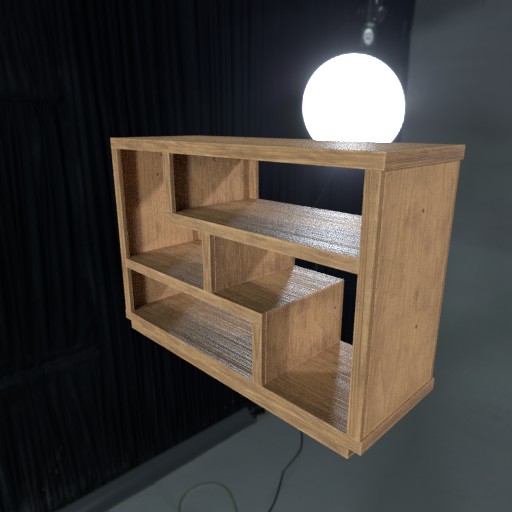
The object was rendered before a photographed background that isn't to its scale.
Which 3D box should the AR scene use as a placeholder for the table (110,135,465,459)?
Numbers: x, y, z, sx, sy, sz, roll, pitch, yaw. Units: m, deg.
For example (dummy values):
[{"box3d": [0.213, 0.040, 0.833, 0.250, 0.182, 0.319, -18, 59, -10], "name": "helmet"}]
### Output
[{"box3d": [0.000, 0.000, 1.529, 0.410, 0.771, 1.151, -16, 23, -42], "name": "table"}]
